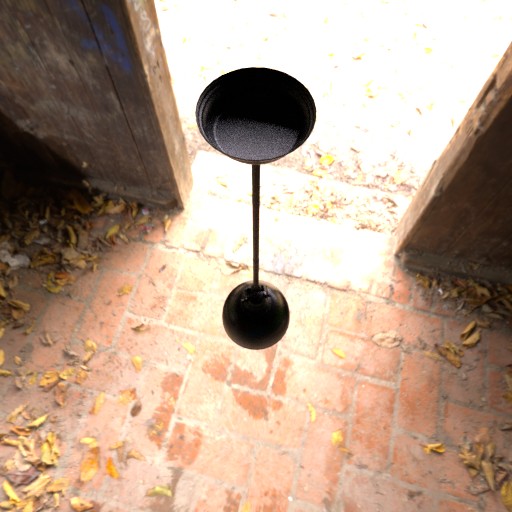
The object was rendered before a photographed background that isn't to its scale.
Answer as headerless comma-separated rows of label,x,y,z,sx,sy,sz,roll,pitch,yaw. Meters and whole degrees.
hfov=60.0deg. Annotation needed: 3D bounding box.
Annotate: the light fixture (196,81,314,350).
light fixture,0.000,0.000,0.845,0.182,0.768,0.182,-13,66,-6
